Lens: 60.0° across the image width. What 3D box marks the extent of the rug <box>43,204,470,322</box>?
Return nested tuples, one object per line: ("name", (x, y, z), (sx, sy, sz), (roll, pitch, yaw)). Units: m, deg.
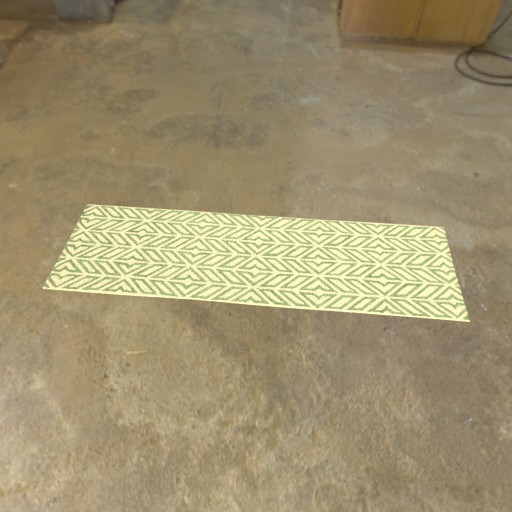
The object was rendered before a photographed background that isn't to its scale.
("rug", (0.000, 0.000, 2.764), (2.435, 0.009, 0.750), (4, 48, 4))
